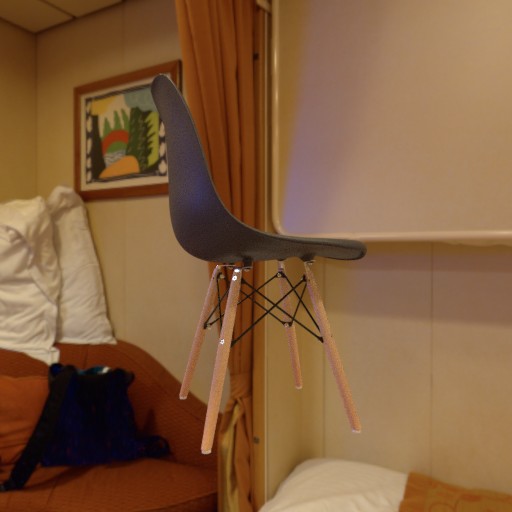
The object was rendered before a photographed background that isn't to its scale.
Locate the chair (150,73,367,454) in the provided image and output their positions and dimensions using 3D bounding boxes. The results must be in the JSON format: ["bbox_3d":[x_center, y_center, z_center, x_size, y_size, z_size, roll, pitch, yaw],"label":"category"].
[{"bbox_3d":[0.000,0.000,1.152,0.533,0.825,0.470,0,0,-17],"label":"chair"}]
